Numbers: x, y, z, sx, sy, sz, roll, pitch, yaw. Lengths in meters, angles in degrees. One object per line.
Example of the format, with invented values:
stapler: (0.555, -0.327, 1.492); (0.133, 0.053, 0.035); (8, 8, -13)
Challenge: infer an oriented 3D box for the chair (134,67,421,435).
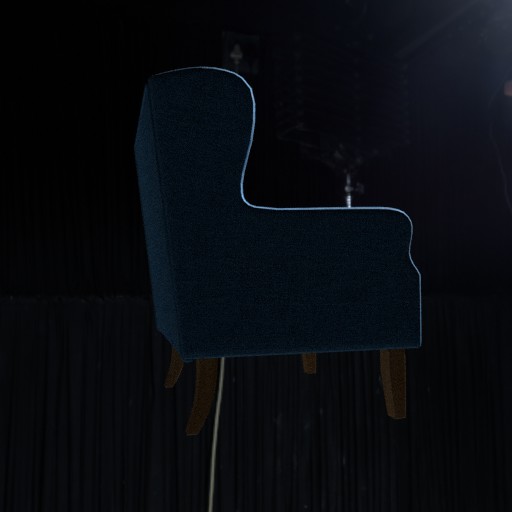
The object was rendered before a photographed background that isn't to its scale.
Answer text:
chair: (0.000, 0.000, 1.495); (0.775, 0.952, 0.711); (1, -2, -18)
